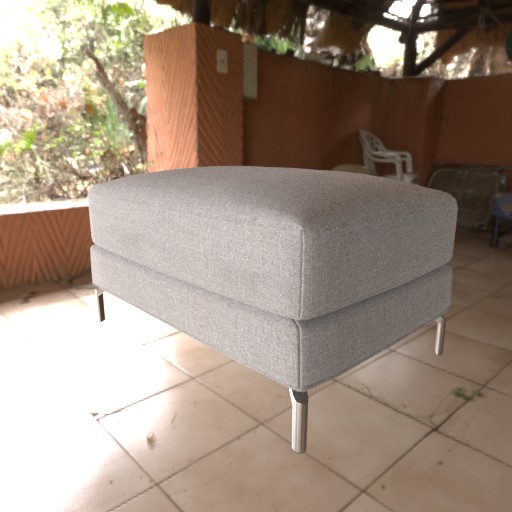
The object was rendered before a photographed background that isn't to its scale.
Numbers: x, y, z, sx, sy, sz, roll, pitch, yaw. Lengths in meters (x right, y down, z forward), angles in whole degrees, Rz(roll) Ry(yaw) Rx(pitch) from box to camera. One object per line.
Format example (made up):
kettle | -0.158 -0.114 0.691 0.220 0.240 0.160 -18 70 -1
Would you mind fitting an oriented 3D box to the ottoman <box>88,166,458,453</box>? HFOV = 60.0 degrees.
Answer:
ottoman | 0.000 0.000 1.174 0.584 0.457 0.838 -13 20 -42
